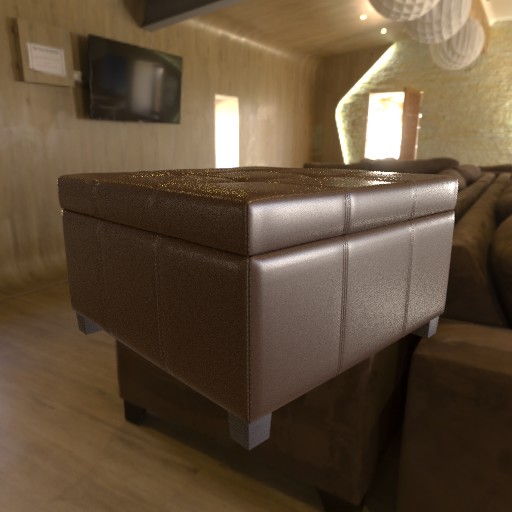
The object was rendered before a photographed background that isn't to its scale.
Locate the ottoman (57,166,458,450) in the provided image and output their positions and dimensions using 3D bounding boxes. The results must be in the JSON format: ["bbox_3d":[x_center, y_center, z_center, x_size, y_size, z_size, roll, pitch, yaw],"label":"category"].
[{"bbox_3d":[0.000,0.000,1.249,0.788,0.460,0.787,-13,19,-42],"label":"ottoman"}]
